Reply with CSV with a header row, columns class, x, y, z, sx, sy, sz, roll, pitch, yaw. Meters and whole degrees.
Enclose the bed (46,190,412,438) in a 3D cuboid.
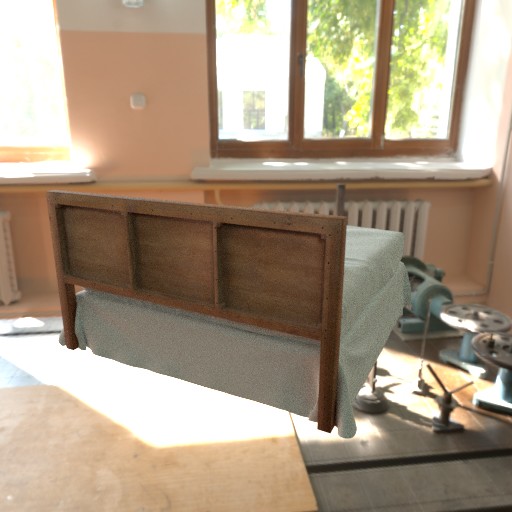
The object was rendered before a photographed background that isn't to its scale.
class,x,y,z,sx,sy,sz,roll,pitch,yaw
bed,0.000,0.000,3.525,2.255,1.158,2.165,8,18,27
